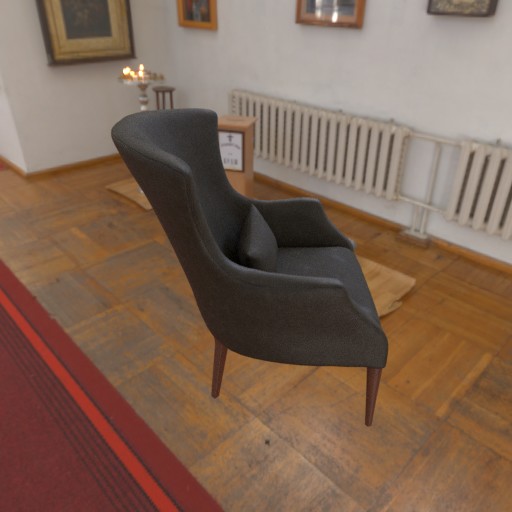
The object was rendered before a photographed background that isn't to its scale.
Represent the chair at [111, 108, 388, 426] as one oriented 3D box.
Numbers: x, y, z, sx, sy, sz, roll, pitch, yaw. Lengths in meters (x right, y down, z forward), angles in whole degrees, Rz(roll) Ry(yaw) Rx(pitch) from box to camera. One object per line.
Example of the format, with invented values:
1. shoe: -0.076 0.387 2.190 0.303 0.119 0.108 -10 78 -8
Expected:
1. chair: 0.000 0.000 1.781 0.954 1.068 0.819 1 29 1
